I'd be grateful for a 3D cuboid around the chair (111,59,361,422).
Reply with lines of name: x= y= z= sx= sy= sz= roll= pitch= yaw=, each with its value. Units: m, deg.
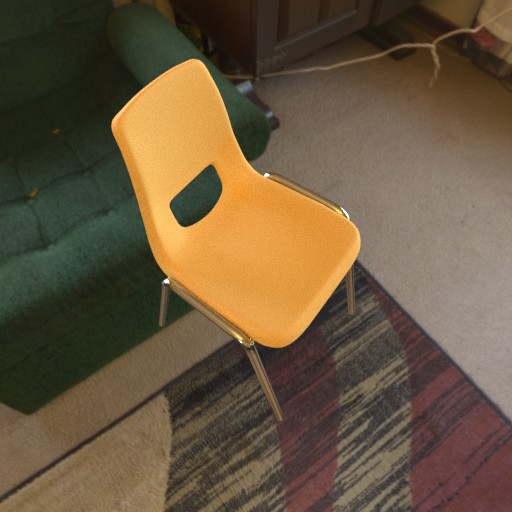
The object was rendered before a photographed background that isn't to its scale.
chair: x=0.000 y=0.000 z=0.967 sx=0.436 sy=0.704 sz=0.381 roll=32 pitch=64 yaw=18
